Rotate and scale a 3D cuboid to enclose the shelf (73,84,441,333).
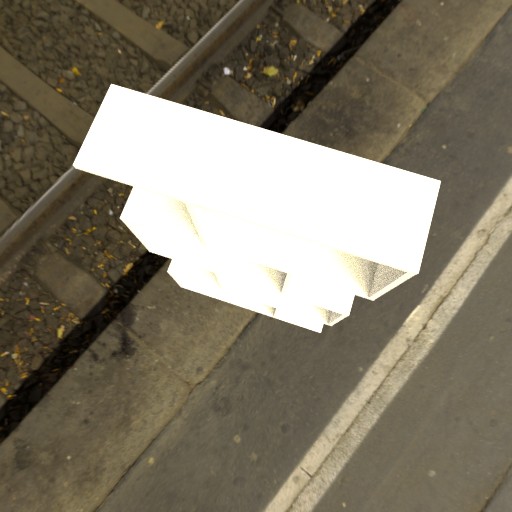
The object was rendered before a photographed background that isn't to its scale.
[{"bbox_3d":[0.000,0.000,1.910,0.890,1.650,0.250,18,76,5],"label":"shelf"}]
